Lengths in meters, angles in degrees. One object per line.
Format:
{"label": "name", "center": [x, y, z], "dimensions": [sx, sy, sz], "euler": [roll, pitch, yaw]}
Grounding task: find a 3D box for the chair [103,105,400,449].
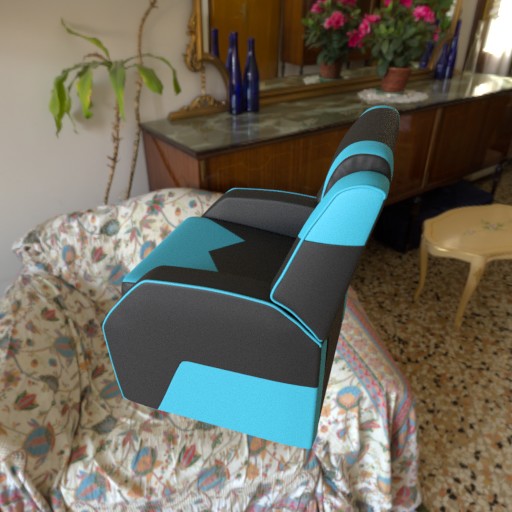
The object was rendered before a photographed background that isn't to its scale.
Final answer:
{"label": "chair", "center": [0.000, 0.000, 1.273], "dimensions": [0.672, 0.805, 0.620], "euler": [9, 32, 15]}
